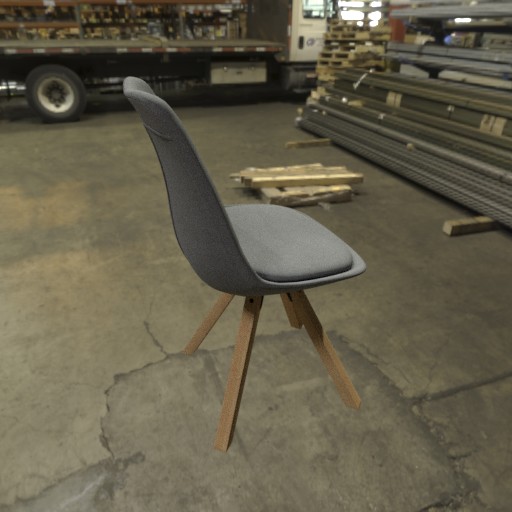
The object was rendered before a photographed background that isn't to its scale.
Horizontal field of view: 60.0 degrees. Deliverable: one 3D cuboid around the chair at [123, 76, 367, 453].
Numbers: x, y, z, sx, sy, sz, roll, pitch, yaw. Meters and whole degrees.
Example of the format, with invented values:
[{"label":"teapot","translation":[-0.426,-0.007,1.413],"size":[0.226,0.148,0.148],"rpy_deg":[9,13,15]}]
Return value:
[{"label":"chair","translation":[0.000,0.000,1.150],"size":[0.549,0.863,0.474],"rpy_deg":[-10,30,-17]}]
